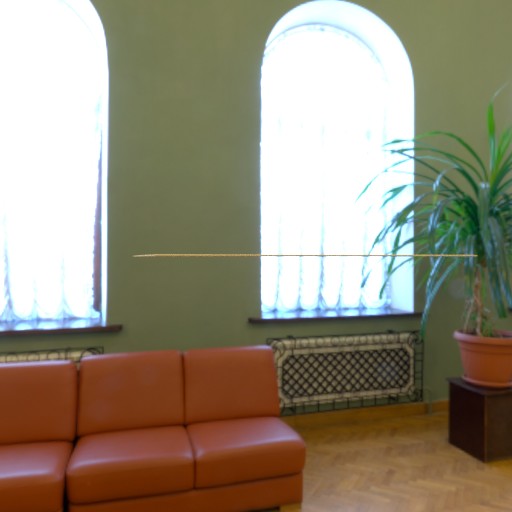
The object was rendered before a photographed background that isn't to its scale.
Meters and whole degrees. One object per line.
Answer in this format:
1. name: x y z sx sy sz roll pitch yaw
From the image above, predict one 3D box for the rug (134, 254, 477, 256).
1. rug: 0.000 0.000 2.973 1.522 0.008 2.284 0 0 -18
